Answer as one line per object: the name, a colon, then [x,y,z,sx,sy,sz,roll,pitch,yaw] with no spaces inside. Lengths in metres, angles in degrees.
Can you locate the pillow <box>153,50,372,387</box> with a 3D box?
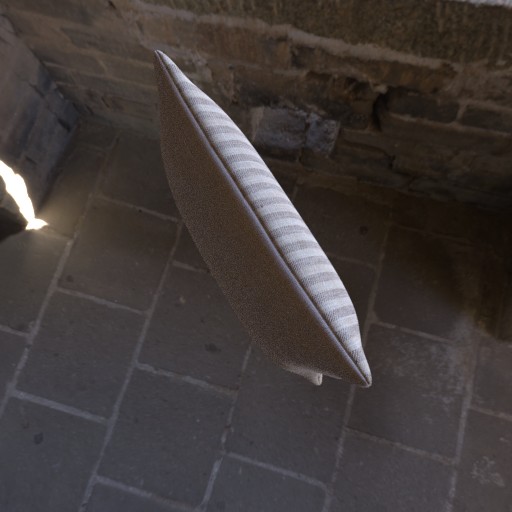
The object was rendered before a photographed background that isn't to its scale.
pillow: [0.000,0.000,0.791,0.166,0.510,0.523,-30,76,-8]
